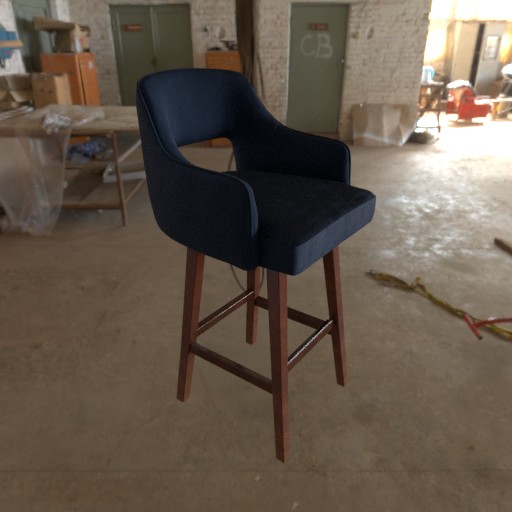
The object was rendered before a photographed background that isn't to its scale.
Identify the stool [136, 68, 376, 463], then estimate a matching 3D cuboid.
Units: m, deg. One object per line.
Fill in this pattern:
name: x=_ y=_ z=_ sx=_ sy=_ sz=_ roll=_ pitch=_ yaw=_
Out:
stool: x=0.000 y=0.000 z=1.356 sx=0.560 sy=1.041 sz=0.550 roll=18 pitch=31 yaw=32
